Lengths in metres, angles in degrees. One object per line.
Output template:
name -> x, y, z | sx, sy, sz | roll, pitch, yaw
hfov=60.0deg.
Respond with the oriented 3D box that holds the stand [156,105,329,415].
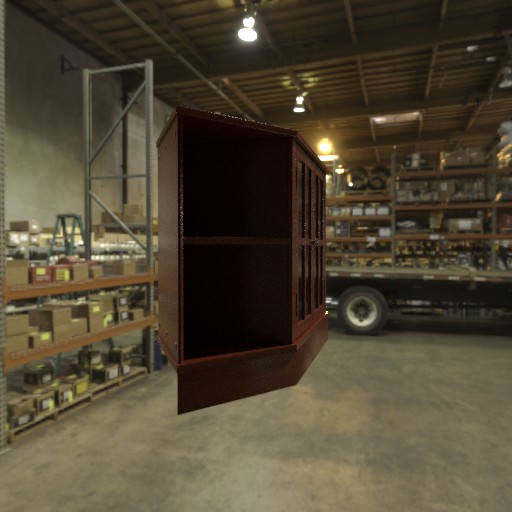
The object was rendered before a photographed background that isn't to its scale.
stand -> 0.000, 0.000, 1.386 | 0.381, 0.614, 1.072 | 0, 1, 17
